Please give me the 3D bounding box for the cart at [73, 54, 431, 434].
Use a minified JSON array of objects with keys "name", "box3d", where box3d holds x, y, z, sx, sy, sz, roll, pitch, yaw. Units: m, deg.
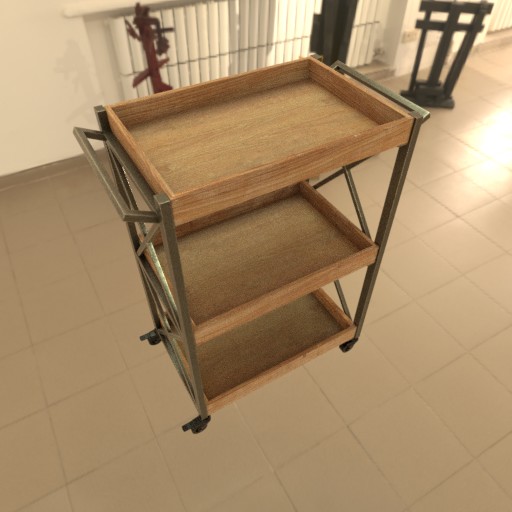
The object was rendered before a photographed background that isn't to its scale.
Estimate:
[{"name":"cart","box3d":[0.000,0.000,1.195,0.673,0.835,0.377,-22,50,-21]}]
